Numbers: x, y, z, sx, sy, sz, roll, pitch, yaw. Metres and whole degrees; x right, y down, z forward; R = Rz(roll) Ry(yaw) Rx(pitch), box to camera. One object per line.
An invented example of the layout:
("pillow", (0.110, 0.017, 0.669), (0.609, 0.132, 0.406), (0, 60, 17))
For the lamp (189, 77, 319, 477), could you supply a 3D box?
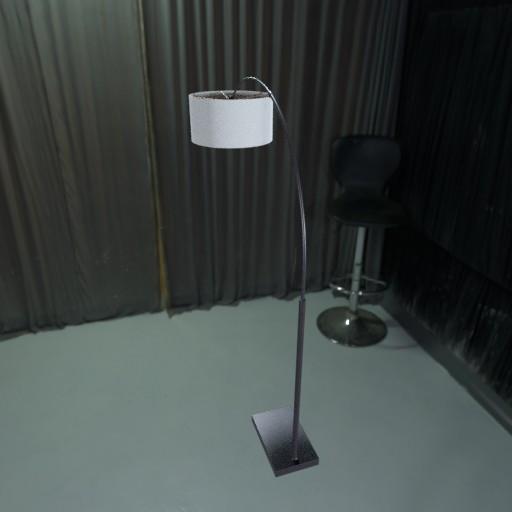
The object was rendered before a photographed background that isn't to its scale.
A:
("lamp", (0.000, 0.000, 2.581), (0.493, 1.927, 1.424), (-8, 27, -16))
